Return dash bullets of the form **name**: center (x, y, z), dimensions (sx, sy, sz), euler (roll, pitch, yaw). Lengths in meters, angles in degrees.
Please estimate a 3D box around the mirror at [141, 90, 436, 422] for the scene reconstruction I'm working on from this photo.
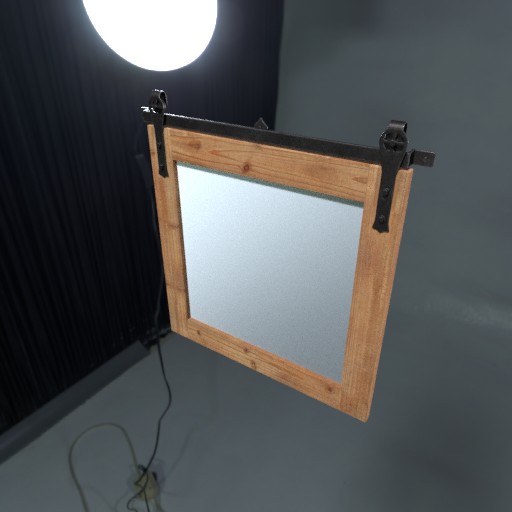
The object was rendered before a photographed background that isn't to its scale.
- **mirror**: center (0.000, 0.000, 1.201), dimensions (0.805, 0.800, 0.054), euler (18, 34, 29)
